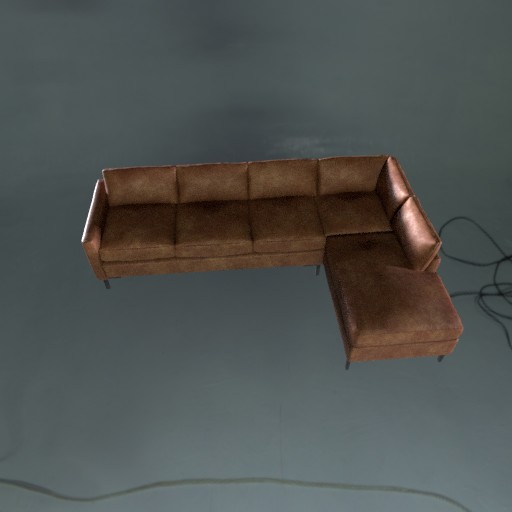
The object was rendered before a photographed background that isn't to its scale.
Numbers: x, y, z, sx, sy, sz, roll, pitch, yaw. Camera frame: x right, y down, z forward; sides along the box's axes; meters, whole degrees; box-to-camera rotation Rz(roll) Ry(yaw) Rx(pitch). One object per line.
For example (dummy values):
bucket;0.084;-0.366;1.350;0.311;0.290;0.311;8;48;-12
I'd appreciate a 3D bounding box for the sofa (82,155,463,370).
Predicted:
sofa;0.000;0.000;3.920;2.984;0.877;1.938;-4;46;-3
